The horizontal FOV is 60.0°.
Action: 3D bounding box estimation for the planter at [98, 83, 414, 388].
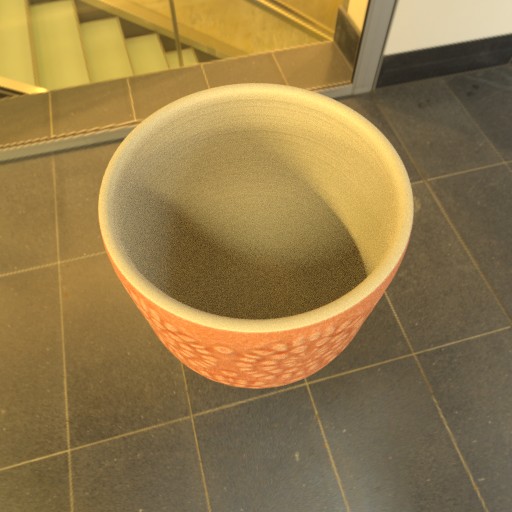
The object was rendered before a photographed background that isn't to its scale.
[{"bbox_3d":[0.000,0.000,0.220,0.124,0.109,0.124,0,59,0],"label":"planter"}]
